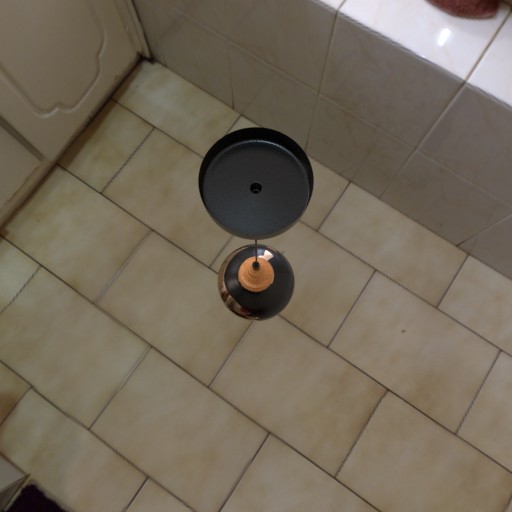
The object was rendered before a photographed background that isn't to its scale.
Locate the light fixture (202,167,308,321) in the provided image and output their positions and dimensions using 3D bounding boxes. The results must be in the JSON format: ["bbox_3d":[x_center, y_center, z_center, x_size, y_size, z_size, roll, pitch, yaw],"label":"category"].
[{"bbox_3d":[0.000,0.000,1.837,0.430,1.606,0.430,36,79,8],"label":"light fixture"}]
